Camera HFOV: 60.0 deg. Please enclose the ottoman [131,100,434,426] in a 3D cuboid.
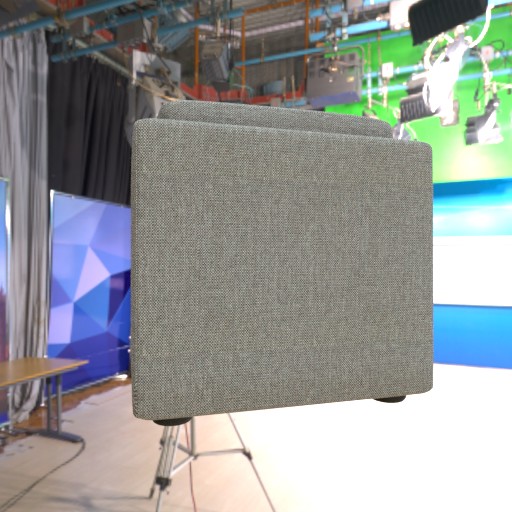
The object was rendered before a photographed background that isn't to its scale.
[{"bbox_3d":[0.000,0.000,0.829,0.450,0.460,0.450,0,0,-16],"label":"ottoman"}]
